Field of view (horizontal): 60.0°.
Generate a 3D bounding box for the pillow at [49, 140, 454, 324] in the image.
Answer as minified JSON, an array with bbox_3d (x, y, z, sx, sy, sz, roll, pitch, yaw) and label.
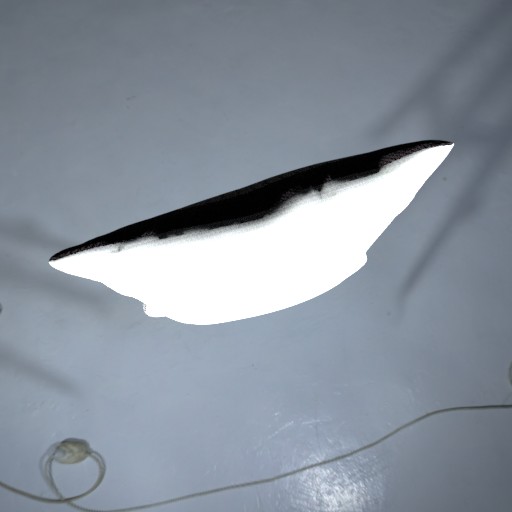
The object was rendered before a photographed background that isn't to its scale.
[{"bbox_3d":[0.000,0.000,0.710,0.475,0.473,0.178,-16,76,-4],"label":"pillow"}]
